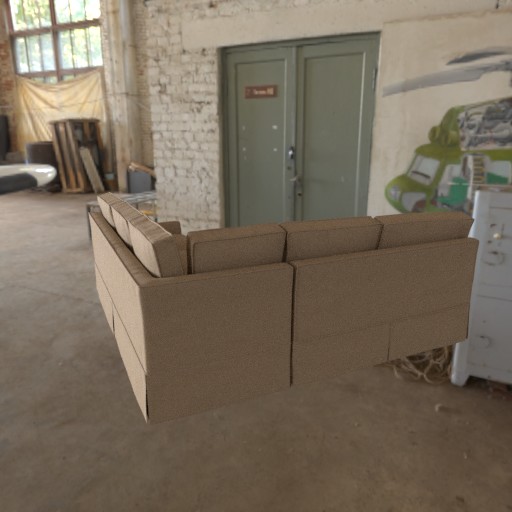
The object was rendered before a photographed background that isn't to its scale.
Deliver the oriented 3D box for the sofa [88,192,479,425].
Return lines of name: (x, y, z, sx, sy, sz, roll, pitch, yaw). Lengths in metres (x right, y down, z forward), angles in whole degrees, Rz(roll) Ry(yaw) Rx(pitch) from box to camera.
sofa: (0.000, 0.000, 4.227, 2.730, 1.124, 2.733, -7, 17, -24)
